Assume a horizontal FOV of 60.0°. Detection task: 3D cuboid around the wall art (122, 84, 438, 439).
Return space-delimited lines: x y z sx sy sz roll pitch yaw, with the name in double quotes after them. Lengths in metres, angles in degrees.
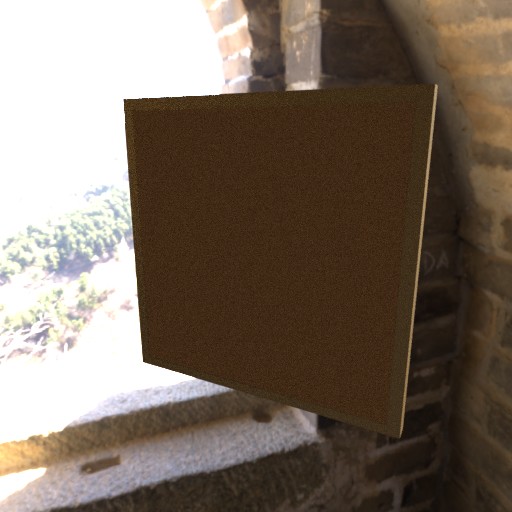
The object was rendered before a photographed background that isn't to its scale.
0.000 0.000 2.782 1.926 1.926 0.099 8 17 26 "wall art"
